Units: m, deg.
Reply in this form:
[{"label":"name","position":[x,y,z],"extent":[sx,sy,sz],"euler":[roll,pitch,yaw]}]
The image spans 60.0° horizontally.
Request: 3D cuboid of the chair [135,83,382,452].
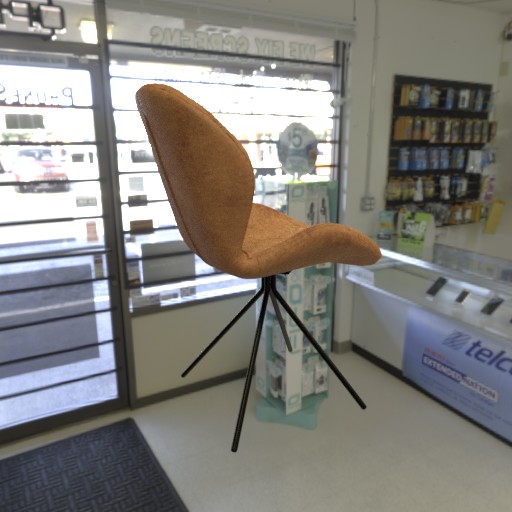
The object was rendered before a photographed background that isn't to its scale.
[{"label":"chair","position":[0.000,0.000,1.315],"extent":[0.640,0.929,0.527],"euler":[-7,16,-26]}]
